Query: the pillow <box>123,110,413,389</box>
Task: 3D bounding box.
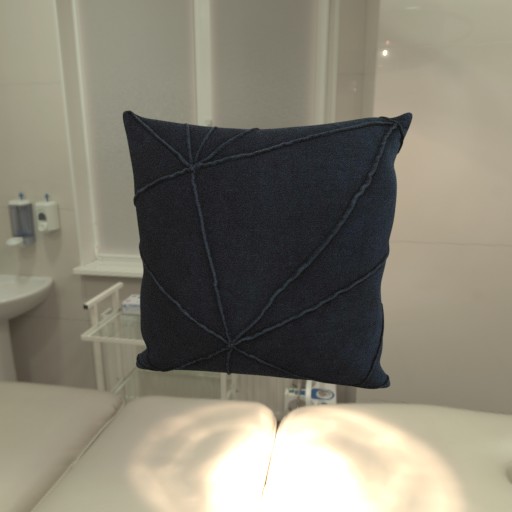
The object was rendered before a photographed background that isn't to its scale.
[{"bbox_3d":[0.000,0.000,0.697,0.439,0.440,0.183,3,15,10],"label":"pillow"}]
